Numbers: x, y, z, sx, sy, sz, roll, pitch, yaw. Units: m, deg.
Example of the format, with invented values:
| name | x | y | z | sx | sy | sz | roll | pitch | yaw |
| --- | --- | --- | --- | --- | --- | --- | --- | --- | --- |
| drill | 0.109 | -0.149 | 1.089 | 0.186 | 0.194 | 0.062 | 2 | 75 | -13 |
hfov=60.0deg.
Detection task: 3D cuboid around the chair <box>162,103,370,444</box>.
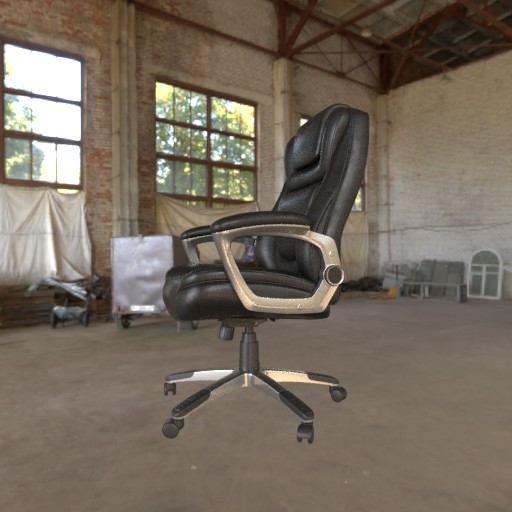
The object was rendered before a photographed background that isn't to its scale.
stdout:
| name | x | y | z | sx | sy | sz | roll | pitch | yaw |
| --- | --- | --- | --- | --- | --- | --- | --- | --- | --- |
| chair | 0.000 | 0.000 | 1.565 | 0.689 | 1.075 | 0.697 | 0 | 0 | -18 |
